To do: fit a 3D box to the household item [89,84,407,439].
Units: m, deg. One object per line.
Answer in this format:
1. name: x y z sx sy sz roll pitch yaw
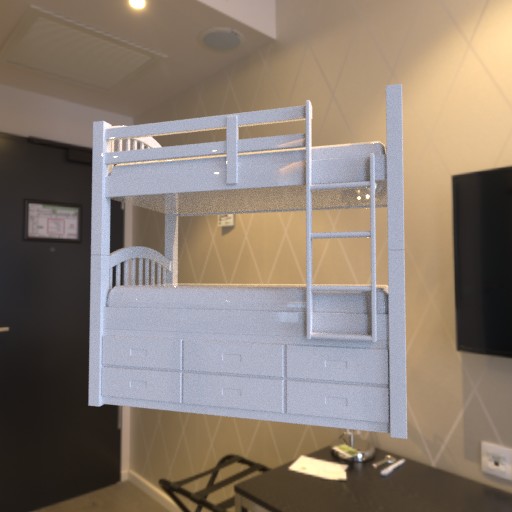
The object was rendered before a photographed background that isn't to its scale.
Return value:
1. household item: 0.000 0.000 3.228 2.032 2.032 1.143 -1 -3 18
